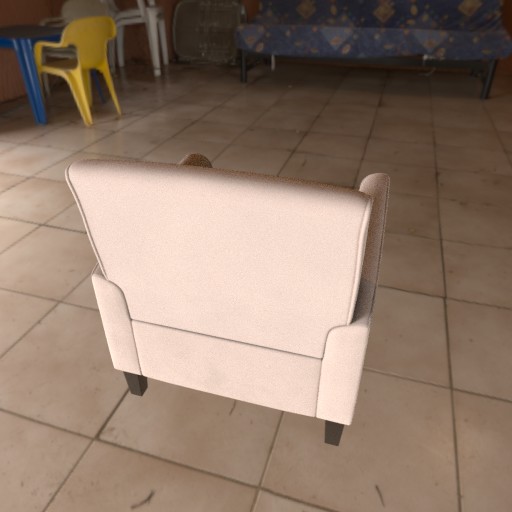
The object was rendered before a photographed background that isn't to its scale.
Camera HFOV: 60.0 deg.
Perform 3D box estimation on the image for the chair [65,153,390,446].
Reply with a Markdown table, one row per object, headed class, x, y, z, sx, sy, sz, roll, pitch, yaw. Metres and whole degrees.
| class | x | y | z | sx | sy | sz | roll | pitch | yaw |
| --- | --- | --- | --- | --- | --- | --- | --- | --- | --- |
| chair | 0.000 | 0.000 | 1.537 | 0.820 | 0.915 | 0.820 | 9 | 34 | 14 |
